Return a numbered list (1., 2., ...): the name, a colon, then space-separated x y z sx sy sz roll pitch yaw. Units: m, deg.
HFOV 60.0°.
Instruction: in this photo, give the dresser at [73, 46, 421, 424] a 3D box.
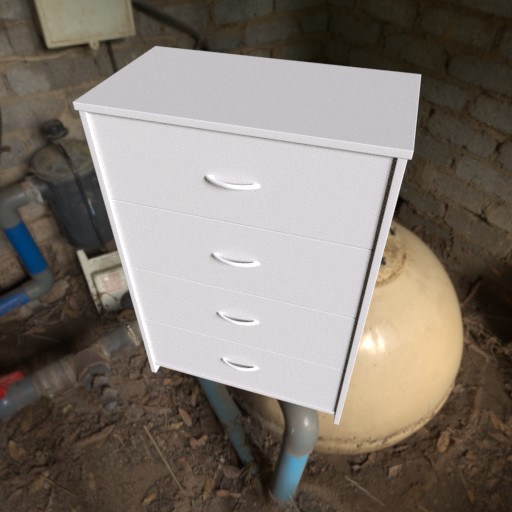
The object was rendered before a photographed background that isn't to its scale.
1. dresser: 0.000 0.000 1.342 0.704 1.021 0.401 12 44 13
